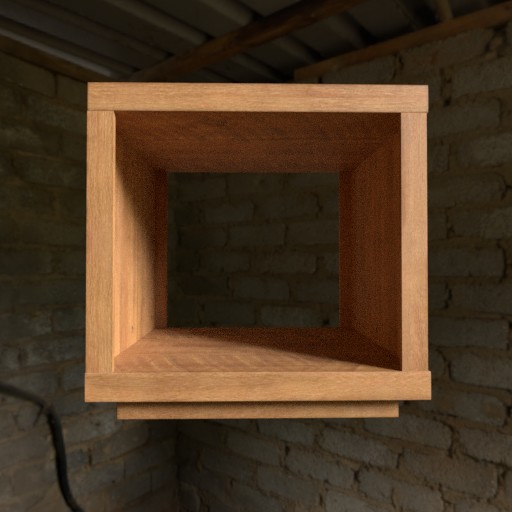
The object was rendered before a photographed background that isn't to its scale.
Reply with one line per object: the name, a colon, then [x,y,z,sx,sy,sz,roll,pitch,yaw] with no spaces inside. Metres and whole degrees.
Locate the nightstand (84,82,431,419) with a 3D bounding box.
nightstand: [0.000,0.000,0.849,0.493,0.491,0.436,0,-1,-1]
